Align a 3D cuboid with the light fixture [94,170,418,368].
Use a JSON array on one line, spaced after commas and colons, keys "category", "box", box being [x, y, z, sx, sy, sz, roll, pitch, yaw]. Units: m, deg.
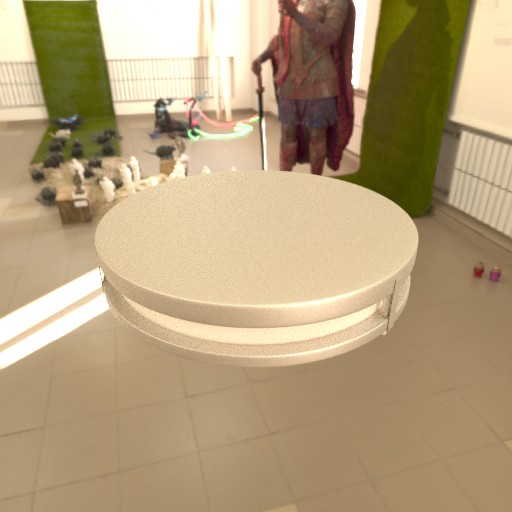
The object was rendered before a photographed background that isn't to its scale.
[{"category": "light fixture", "box": [0.000, 0.000, 0.532, 0.356, 0.102, 0.356, 0, 28, 0]}]
